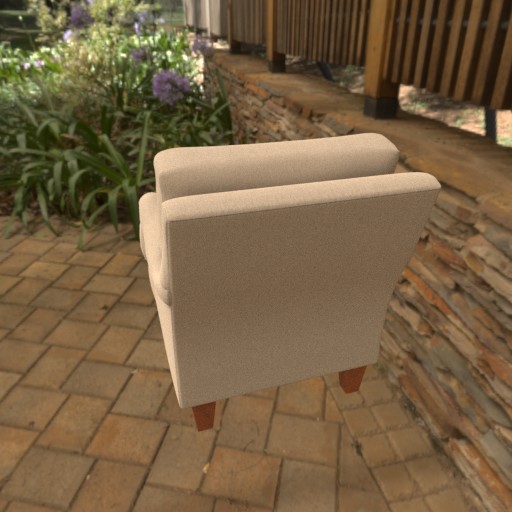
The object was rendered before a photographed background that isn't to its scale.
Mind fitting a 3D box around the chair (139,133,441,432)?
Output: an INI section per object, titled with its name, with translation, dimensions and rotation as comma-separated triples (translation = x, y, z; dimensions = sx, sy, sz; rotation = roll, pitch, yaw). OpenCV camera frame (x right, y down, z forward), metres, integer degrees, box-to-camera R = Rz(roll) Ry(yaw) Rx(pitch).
[chair]
translation = 0.000, 0.000, 1.862
dimensions = 0.895, 1.076, 1.078
rotation = -9, 29, -16
